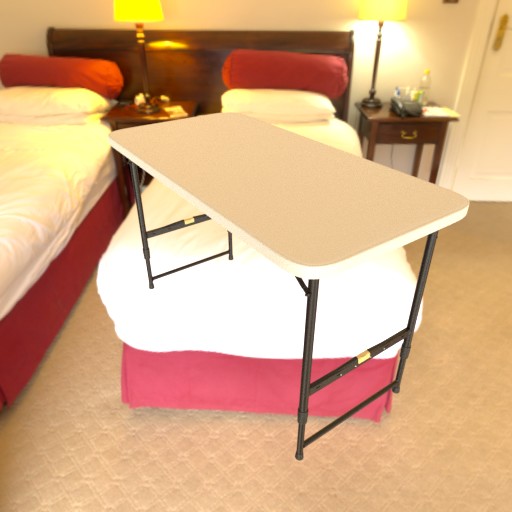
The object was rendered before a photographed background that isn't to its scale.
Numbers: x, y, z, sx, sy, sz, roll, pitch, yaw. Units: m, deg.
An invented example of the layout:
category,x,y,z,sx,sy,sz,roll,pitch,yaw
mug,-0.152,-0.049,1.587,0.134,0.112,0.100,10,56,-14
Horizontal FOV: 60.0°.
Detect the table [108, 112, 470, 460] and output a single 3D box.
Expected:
category,x,y,z,sx,sy,sz,roll,pitch,yaw
table,0.000,0.000,1.641,0.610,0.737,1.219,-20,37,-30
